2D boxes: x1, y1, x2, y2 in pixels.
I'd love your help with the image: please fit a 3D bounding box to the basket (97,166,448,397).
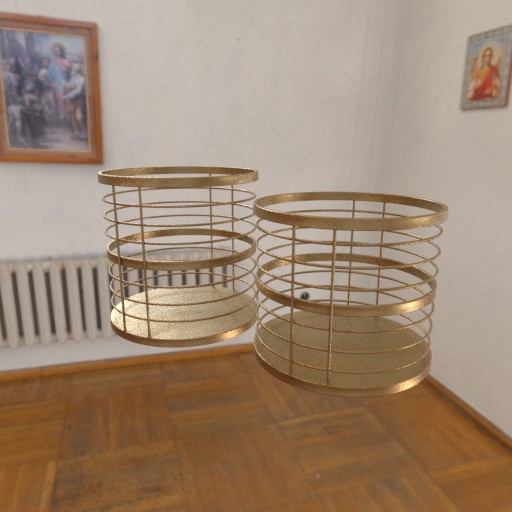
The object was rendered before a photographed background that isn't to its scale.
[{"bbox_3d":[0.000,0.000,0.961,0.746,0.351,0.356,8,17,27],"label":"basket"}]
